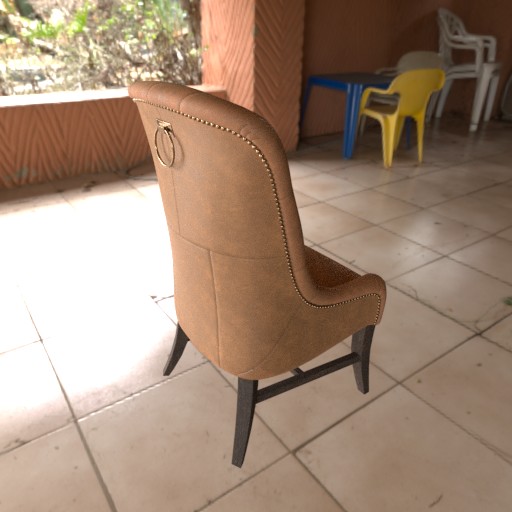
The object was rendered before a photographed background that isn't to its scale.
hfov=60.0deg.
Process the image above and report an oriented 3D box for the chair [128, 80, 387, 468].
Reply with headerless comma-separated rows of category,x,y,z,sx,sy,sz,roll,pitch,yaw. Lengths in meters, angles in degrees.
chair,0.000,0.000,1.439,0.629,1.091,0.634,-19,33,-32
